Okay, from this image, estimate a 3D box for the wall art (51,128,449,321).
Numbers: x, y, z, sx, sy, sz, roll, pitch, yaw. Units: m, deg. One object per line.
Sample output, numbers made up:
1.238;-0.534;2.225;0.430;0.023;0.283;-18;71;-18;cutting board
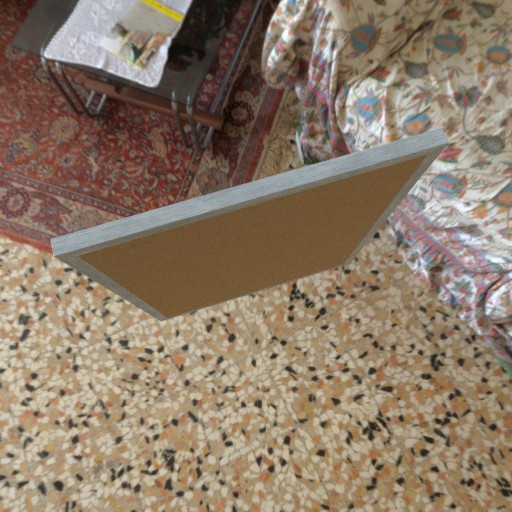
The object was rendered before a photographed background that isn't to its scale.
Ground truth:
0.000;0.000;0.797;0.479;0.582;0.022;-17;75;-5;wall art
